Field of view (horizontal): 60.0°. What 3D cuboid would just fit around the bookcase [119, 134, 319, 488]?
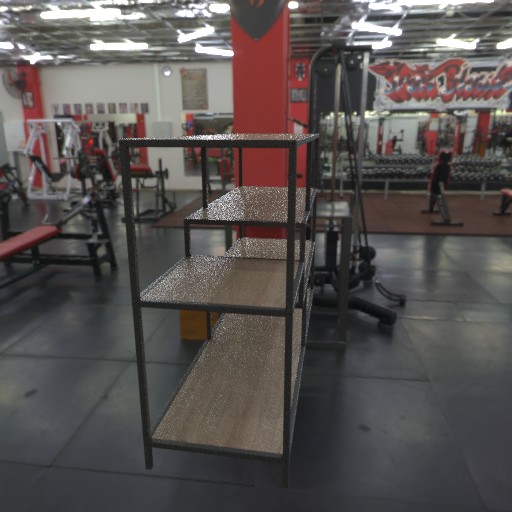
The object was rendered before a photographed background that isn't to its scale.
[{"bbox_3d":[0.000,0.000,1.486,0.350,0.780,1.140,3,16,9],"label":"bookcase"}]
